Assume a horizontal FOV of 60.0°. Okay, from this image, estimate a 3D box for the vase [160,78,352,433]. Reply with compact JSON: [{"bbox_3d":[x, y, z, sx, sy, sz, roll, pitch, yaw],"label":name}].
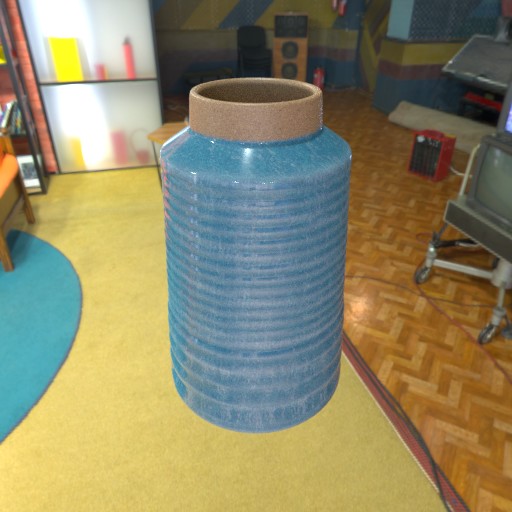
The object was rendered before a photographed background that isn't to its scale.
[{"bbox_3d":[0.000,0.000,0.372,0.163,0.267,0.163,0,31,0],"label":"vase"}]
